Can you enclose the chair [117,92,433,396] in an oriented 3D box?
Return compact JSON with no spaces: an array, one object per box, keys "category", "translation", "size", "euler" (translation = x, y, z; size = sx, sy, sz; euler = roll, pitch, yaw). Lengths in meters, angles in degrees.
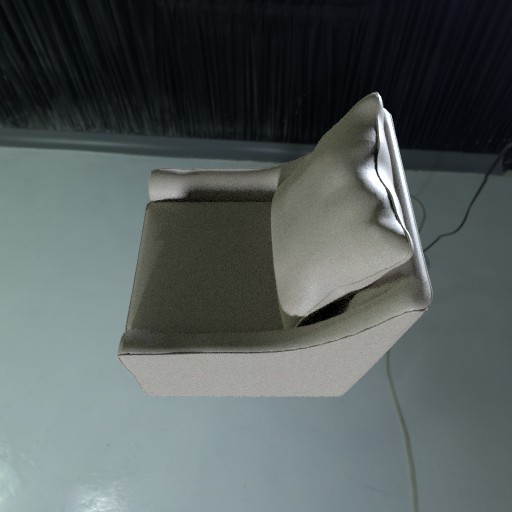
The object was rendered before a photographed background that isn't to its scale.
[{"category":"chair","translation":[0.000,0.000,1.562],"size":[0.876,0.942,0.760],"euler":[0,58,0]}]
